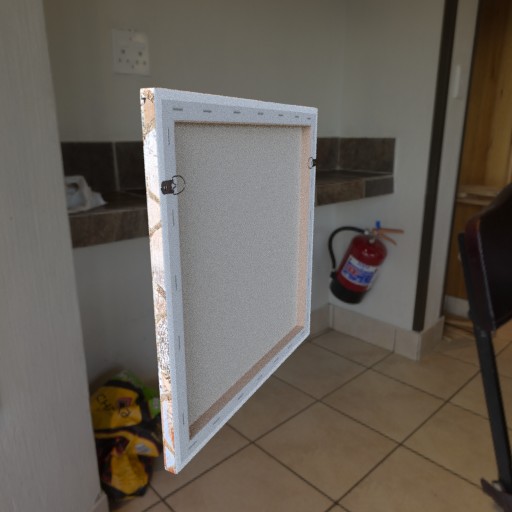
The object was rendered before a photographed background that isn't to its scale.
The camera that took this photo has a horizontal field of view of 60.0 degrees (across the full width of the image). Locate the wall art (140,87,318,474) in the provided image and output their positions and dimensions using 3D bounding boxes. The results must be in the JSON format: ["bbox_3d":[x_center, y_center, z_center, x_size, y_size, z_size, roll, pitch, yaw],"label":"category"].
[{"bbox_3d":[0.000,0.000,1.380,0.039,0.914,0.912,8,18,27],"label":"wall art"}]
